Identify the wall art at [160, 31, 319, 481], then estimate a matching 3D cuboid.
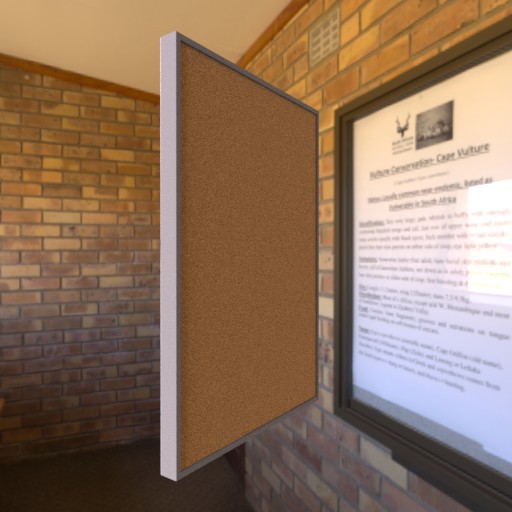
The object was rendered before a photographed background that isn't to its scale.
[{"bbox_3d":[0.000,0.000,0.959,0.039,0.753,0.511,0,0,36],"label":"wall art"}]
